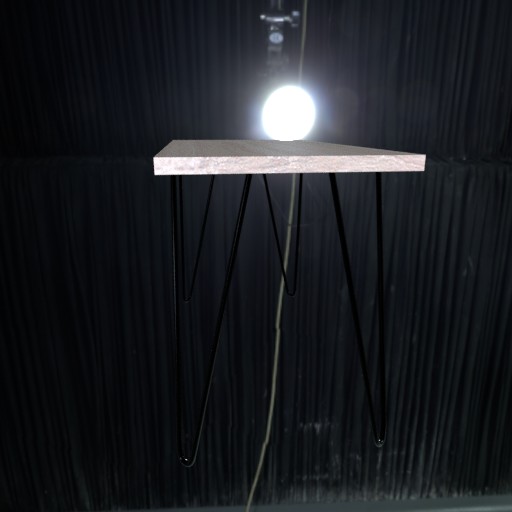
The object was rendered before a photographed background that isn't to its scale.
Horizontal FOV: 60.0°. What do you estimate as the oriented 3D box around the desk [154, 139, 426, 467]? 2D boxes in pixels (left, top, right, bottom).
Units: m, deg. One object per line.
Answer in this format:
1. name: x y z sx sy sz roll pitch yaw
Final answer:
1. desk: 0.000 0.000 1.358 0.499 0.660 0.991 -2 16 -8
